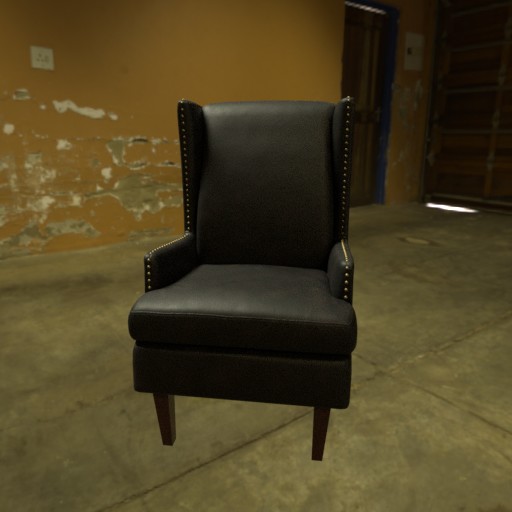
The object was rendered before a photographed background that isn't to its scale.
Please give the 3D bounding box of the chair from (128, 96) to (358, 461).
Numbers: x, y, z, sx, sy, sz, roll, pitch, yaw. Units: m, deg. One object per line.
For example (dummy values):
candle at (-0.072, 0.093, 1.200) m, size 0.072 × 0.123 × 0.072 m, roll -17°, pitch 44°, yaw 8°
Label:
chair at (0.000, 0.000, 1.632) m, size 0.703 × 1.142 × 0.799 m, roll 2°, pitch 14°, yaw 8°
